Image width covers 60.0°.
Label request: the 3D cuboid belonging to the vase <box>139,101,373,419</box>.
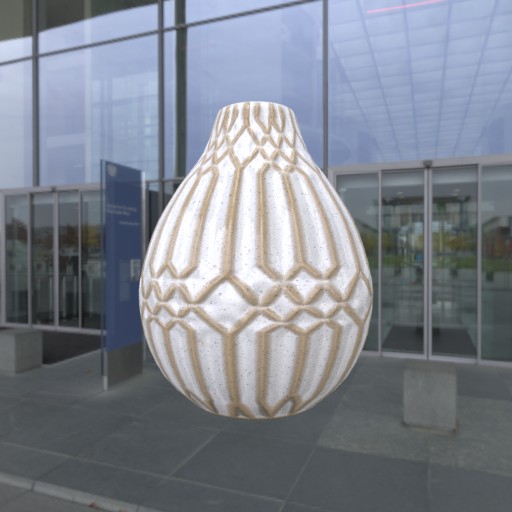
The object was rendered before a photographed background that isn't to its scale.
[{"bbox_3d":[0.000,0.000,0.312,0.159,0.200,0.159,0,1,0],"label":"vase"}]
